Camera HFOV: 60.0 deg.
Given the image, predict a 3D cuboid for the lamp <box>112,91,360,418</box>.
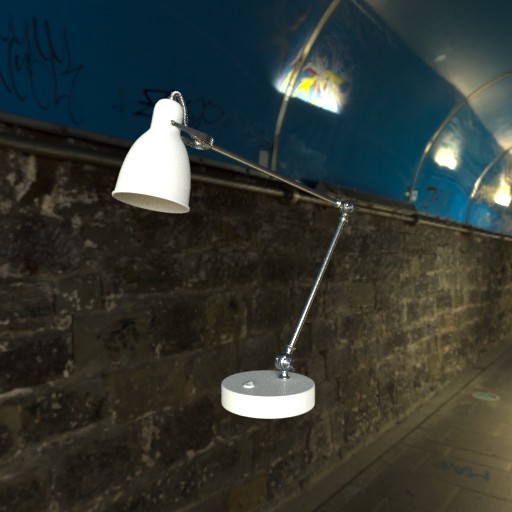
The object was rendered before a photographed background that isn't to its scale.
[{"bbox_3d":[0.000,0.000,0.875,0.561,0.587,0.187,0,0,-35],"label":"lamp"}]
